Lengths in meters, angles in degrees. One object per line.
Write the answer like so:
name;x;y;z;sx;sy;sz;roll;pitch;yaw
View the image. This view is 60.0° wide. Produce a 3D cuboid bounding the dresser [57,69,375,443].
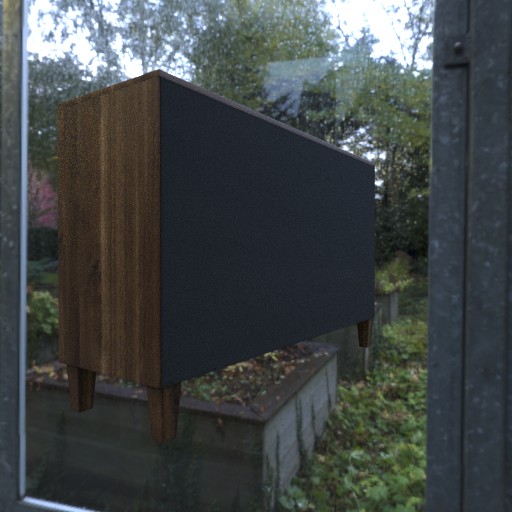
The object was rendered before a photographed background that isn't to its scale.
dresser;0.000;0.000;1.732;0.438;0.892;1.387;0;1;36
